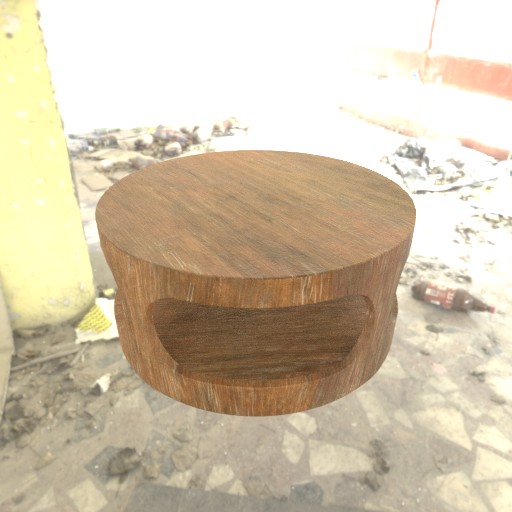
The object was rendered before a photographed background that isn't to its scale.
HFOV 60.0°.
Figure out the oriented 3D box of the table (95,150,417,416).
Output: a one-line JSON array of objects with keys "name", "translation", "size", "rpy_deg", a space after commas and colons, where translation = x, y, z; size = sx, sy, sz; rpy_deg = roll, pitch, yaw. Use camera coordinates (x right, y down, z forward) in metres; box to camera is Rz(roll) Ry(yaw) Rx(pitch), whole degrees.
[{"name": "table", "translation": [0.000, 0.000, 1.518], "size": [0.974, 0.450, 0.974], "rpy_deg": [0, 30, 0]}]
